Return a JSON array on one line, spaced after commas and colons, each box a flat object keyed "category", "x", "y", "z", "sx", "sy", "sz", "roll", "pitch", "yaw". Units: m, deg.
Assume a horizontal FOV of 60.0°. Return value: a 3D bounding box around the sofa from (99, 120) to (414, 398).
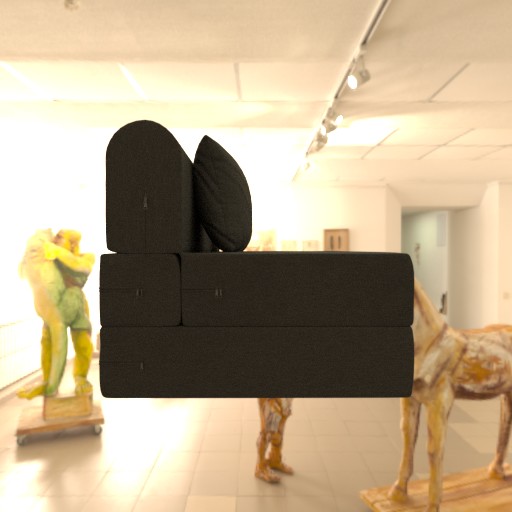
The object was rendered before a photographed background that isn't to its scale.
[{"category": "sofa", "x": 0.000, "y": 0.000, "z": 1.665, "sx": 0.762, "sy": 0.670, "sz": 1.225, "roll": 0, "pitch": 1, "yaw": 0}]
